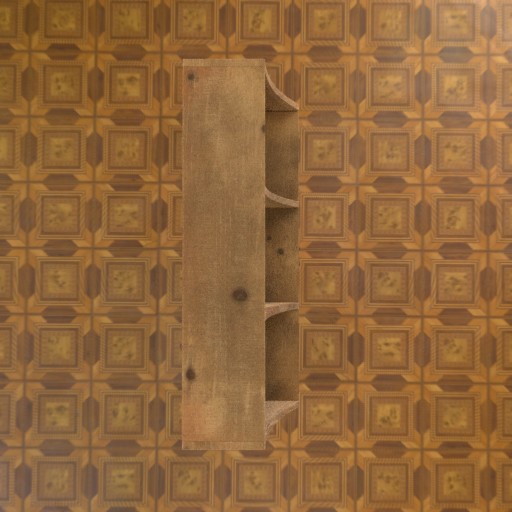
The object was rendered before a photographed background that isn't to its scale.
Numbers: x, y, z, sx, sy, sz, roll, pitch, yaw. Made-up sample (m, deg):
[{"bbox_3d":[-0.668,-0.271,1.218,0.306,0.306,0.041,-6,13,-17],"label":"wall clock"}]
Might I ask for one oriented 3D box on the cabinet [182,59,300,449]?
[{"bbox_3d":[0.000,0.000,0.849,0.184,0.590,0.489,0,89,0],"label":"cabinet"}]
